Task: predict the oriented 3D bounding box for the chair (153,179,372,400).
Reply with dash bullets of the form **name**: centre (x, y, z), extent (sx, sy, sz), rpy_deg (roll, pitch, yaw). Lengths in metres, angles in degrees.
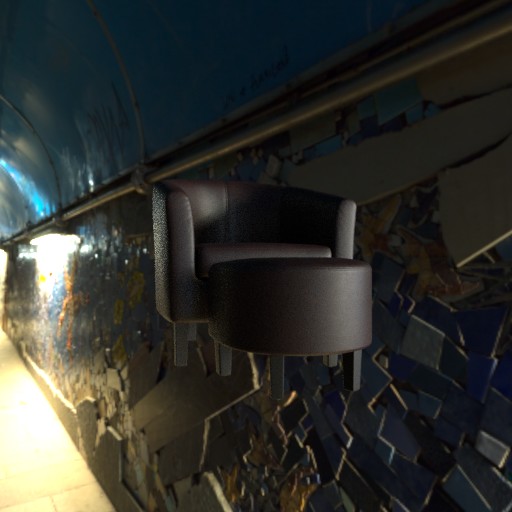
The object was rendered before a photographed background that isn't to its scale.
- **chair**: centre (0.000, 0.000, 1.682), extent (0.737, 0.755, 1.176), rpy_deg (0, -1, -18)
